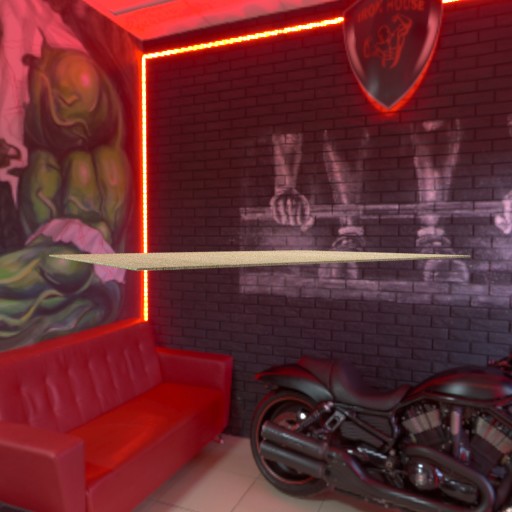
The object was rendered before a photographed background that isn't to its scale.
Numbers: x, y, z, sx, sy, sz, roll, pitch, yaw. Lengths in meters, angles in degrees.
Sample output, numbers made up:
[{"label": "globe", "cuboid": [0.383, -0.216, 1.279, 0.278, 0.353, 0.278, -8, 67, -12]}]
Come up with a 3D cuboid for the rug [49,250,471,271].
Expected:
[{"label": "rug", "cuboid": [0.000, 0.000, 4.211, 3.198, 0.016, 2.425, -1, 3, -35]}]
